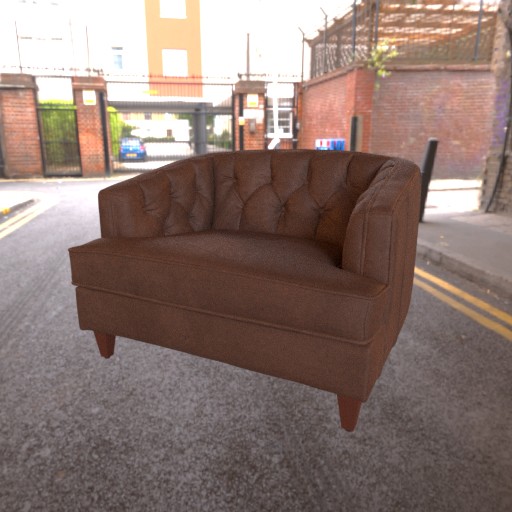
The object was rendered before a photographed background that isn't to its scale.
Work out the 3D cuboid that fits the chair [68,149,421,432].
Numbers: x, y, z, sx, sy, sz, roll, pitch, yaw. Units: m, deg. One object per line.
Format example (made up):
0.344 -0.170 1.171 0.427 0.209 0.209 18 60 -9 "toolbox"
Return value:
0.000 0.000 1.704 1.118 0.787 0.914 8 16 27 "chair"
